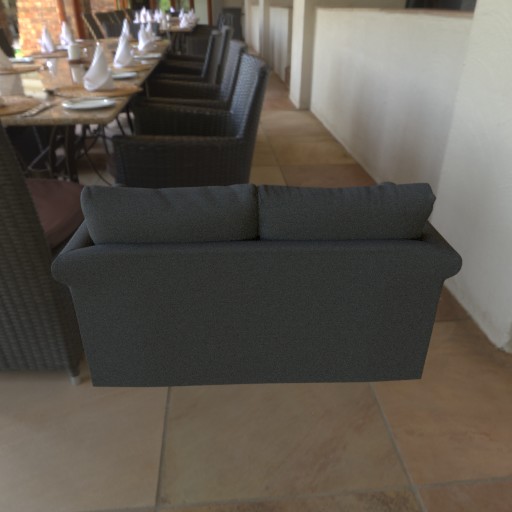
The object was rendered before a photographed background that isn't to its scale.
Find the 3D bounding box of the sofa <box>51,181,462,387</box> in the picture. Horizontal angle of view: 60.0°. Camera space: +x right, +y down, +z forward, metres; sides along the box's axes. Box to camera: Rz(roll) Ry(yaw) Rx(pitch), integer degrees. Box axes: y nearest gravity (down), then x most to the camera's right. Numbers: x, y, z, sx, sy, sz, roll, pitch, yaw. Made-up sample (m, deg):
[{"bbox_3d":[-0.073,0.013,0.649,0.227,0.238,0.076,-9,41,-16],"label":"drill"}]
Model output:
[{"bbox_3d":[0.000,0.000,1.971,1.460,0.872,0.741,-1,30,-2],"label":"sofa"}]
